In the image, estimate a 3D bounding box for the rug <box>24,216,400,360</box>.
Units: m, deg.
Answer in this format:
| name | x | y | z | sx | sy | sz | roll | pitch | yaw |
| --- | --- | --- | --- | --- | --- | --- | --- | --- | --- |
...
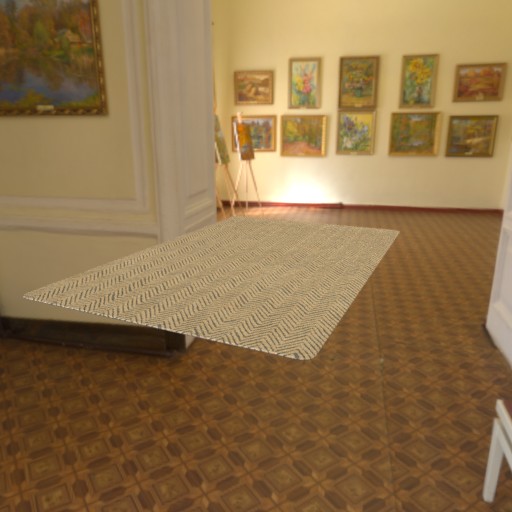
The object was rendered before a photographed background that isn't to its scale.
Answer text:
| name | x | y | z | sx | sy | sz | roll | pitch | yaw |
| --- | --- | --- | --- | --- | --- | --- | --- | --- | --- |
| rug | 0.000 | 0.000 | 2.191 | 1.144 | 0.008 | 1.752 | 7 | 18 | 24 |
